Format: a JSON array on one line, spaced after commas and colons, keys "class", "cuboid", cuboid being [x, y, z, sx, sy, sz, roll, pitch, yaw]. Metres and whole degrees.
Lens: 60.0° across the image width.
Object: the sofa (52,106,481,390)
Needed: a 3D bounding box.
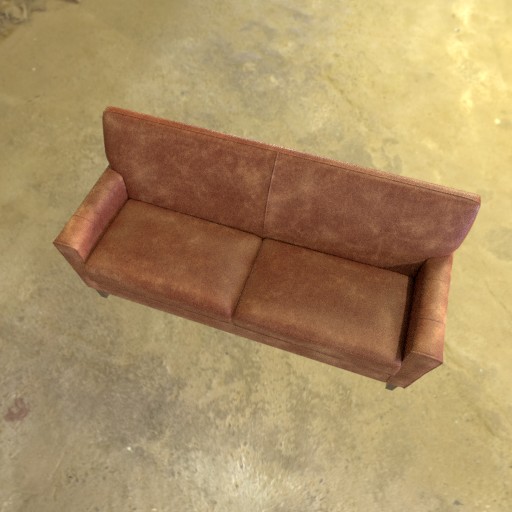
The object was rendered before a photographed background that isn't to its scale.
[{"class": "sofa", "cuboid": [0.000, 0.000, 2.500, 2.053, 0.947, 0.805, 16, 60, 10]}]
